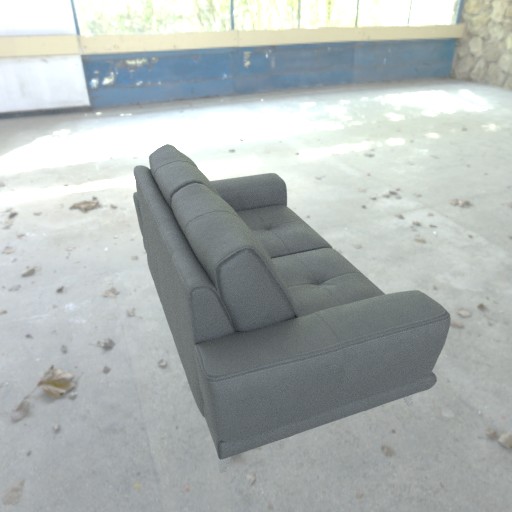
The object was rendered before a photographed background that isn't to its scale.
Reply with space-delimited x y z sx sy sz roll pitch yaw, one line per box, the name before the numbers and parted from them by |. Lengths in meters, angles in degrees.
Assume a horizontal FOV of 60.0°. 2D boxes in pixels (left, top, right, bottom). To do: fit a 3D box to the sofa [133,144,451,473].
sofa | 0.000 0.000 2.329 1.018 0.907 1.806 -11 32 -18
